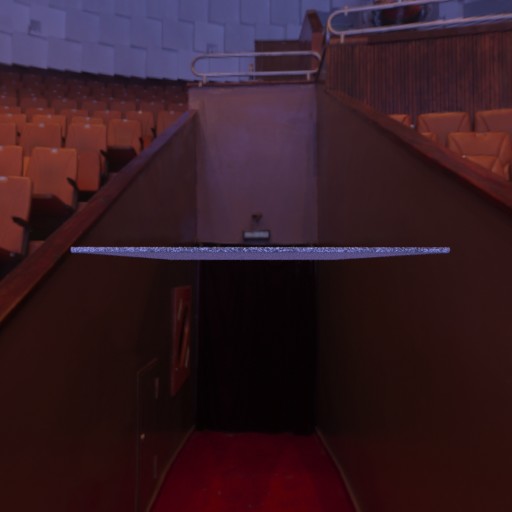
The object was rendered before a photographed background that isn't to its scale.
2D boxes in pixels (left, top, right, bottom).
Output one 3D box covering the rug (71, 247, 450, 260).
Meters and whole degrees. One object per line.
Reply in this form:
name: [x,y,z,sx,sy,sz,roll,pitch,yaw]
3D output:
rug: [0.000,0.000,3.441,1.802,0.026,2.699,0,-1,-1]
